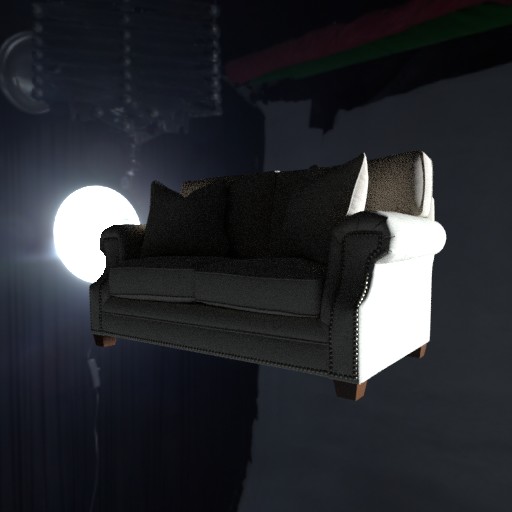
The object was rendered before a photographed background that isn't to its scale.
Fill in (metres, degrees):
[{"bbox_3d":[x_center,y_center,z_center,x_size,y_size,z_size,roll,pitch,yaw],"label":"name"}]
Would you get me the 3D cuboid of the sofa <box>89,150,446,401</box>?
[{"bbox_3d":[0.000,0.000,2.296,1.701,0.966,0.966,1,1,36],"label":"sofa"}]
